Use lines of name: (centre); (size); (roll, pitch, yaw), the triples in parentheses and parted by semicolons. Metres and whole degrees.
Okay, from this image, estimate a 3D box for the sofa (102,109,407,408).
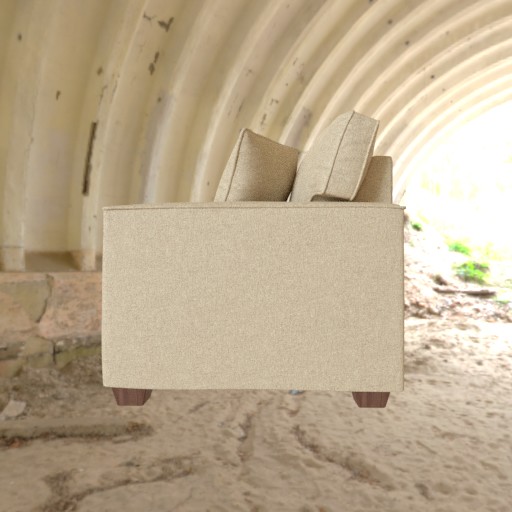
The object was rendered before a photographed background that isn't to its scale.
sofa: (0.000, 0.000, 2.083); (0.991, 0.989, 1.388); (0, -1, 1)
